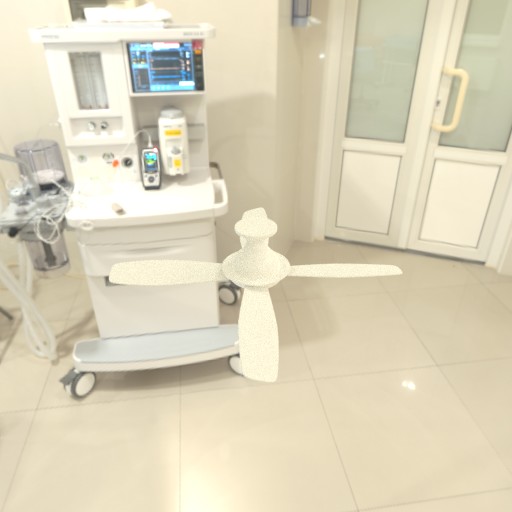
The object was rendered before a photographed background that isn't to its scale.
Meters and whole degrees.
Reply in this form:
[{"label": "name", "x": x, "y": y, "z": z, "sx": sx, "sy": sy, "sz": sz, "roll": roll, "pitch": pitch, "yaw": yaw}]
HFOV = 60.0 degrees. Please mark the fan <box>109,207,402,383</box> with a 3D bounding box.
[{"label": "fan", "x": 0.000, "y": 0.000, "z": 2.537, "sx": 1.693, "sy": 0.382, "sz": 1.694, "roll": -1, "pitch": 31, "yaw": -1}]
